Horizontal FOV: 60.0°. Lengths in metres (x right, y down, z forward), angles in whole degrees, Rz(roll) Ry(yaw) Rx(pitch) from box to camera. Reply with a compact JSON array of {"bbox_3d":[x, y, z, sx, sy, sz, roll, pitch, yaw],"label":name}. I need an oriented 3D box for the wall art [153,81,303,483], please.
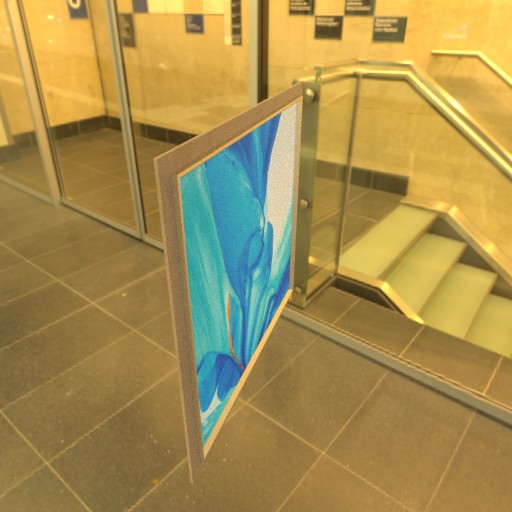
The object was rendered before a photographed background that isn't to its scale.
[{"bbox_3d":[0.000,0.000,1.646,0.025,1.067,1.168,10,31,17],"label":"wall art"}]
